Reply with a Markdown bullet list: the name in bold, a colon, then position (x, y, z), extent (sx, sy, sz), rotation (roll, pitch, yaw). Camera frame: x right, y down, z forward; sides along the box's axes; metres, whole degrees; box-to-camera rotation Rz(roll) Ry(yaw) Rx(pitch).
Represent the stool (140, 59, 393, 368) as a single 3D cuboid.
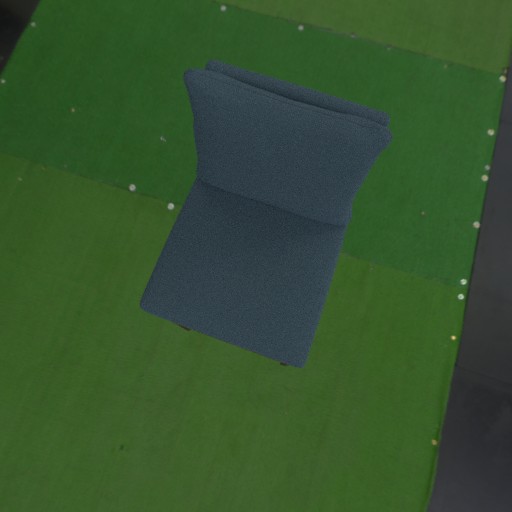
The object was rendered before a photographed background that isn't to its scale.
- **stool**: position (0.000, 0.000, 1.383), extent (0.463, 1.124, 0.568), rotation (19, 76, 5)
